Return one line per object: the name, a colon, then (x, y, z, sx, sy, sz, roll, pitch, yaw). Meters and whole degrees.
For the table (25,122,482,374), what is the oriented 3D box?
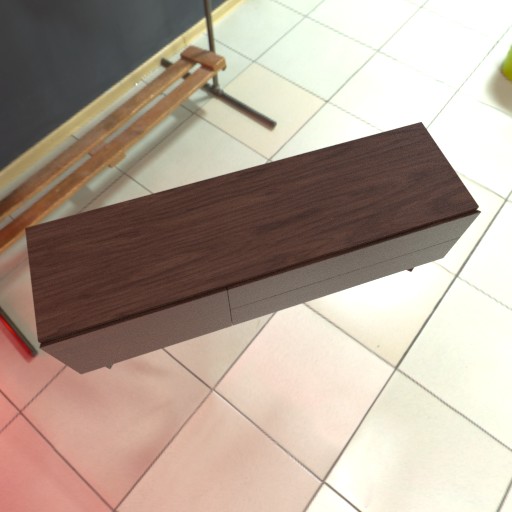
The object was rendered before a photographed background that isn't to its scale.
table: (0.000, 0.000, 1.633, 1.397, 0.508, 0.405, -17, 64, -8)
